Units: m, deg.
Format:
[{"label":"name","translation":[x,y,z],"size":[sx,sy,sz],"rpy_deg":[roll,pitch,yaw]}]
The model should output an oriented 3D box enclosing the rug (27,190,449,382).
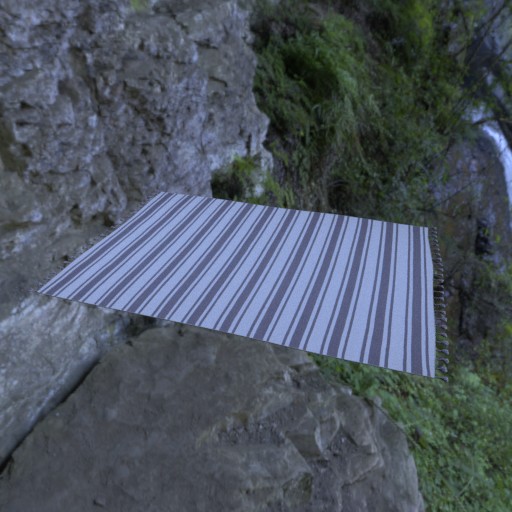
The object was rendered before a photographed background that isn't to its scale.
[{"label":"rug","translation":[0.000,0.000,3.800],"size":[3.040,0.017,2.030],"rpy_deg":[9,33,15]}]
